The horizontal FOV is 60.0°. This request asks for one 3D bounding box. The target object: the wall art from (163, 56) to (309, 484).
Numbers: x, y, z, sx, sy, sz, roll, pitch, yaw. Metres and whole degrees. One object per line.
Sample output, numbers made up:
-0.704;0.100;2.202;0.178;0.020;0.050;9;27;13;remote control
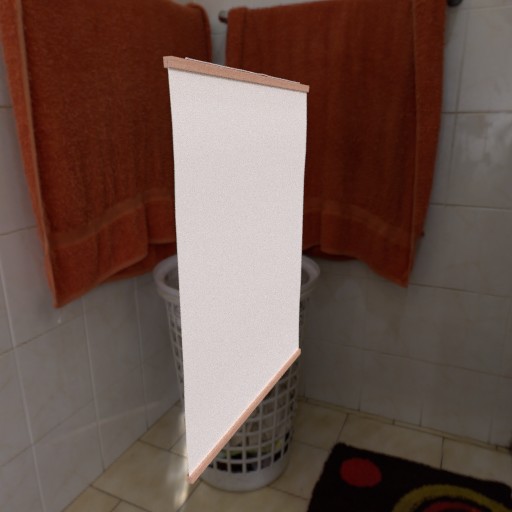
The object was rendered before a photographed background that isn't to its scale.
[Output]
0.000;0.000;1.317;0.020;1.013;0.758;8;18;26;wall art
